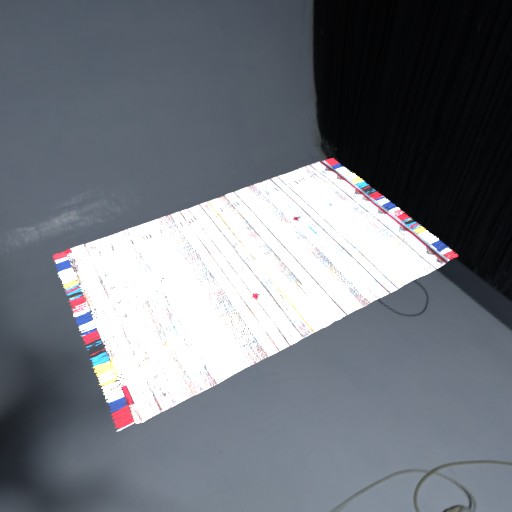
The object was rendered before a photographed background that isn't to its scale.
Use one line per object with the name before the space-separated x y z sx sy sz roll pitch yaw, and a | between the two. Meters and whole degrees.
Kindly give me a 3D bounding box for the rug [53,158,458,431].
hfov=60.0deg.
rug | 0.000 0.000 3.083 2.465 0.012 1.465 -23 50 -21
